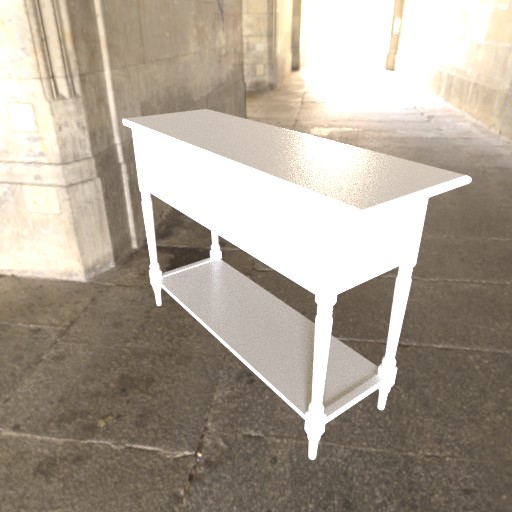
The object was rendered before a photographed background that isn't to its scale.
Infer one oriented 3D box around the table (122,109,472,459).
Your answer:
[{"bbox_3d":[0.000,0.000,1.559,0.384,0.808,1.197,-19,33,-32],"label":"table"}]
